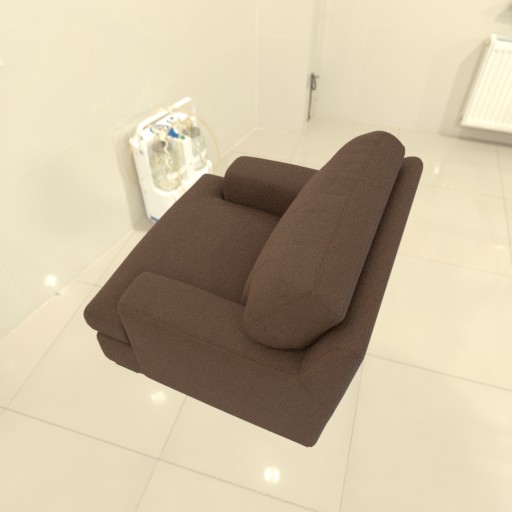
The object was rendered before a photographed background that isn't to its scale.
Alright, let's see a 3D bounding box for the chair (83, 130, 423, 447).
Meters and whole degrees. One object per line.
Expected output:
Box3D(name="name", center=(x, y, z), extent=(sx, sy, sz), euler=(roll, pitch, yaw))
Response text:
Box3D(name="chair", center=(0.000, 0.000, 1.989), extent=(1.143, 0.940, 1.168), euler=(18, 49, 16))
